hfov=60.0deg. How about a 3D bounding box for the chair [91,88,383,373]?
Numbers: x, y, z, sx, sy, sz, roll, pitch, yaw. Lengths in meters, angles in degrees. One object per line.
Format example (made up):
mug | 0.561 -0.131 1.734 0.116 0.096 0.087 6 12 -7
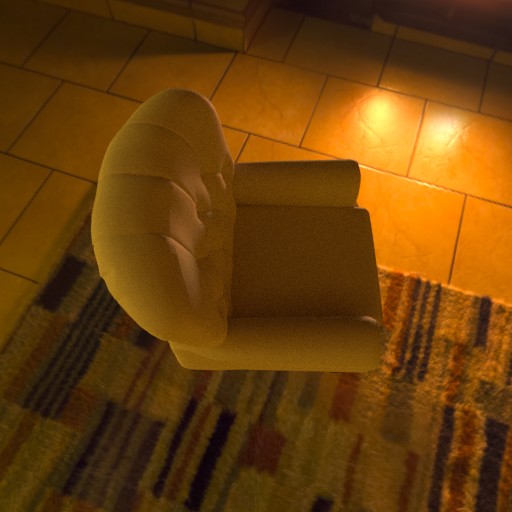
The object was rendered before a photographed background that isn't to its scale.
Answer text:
chair | 0.000 0.000 1.998 1.132 1.169 1.035 0 63 0
